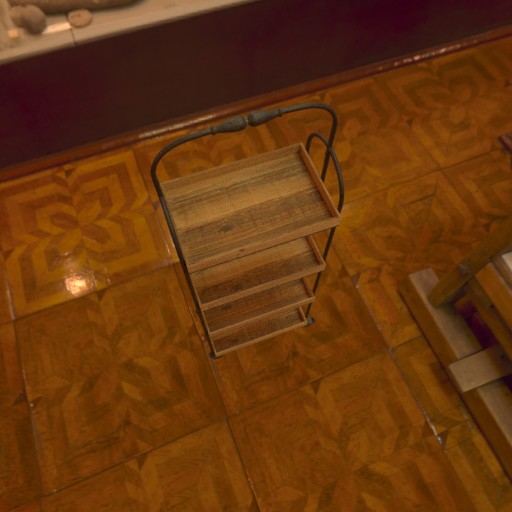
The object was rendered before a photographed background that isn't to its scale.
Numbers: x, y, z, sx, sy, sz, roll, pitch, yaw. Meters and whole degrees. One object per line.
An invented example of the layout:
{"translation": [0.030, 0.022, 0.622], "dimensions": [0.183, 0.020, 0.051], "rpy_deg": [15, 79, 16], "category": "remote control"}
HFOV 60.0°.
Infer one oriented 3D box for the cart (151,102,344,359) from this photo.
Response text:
{"translation": [0.000, 0.000, 1.699], "dimensions": [0.581, 1.481, 0.308], "rpy_deg": [-18, 65, -9], "category": "cart"}
